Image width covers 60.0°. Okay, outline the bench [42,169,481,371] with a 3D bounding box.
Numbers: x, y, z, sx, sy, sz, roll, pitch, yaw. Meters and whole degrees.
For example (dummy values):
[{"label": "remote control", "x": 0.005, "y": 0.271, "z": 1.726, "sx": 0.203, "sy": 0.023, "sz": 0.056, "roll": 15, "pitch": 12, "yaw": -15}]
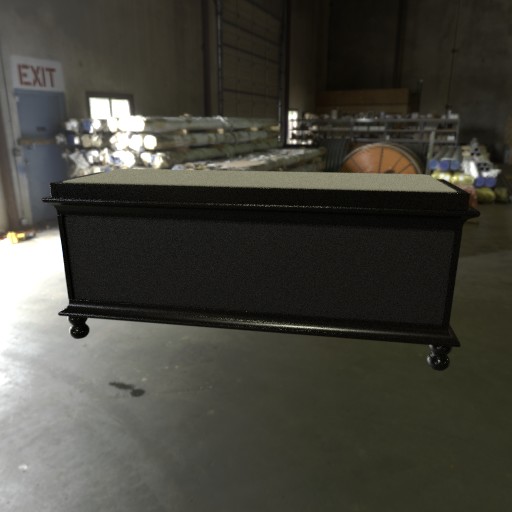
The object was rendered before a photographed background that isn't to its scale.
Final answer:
[{"label": "bench", "x": 0.000, "y": 0.000, "z": 1.428, "sx": 1.185, "sy": 0.501, "sz": 0.402, "roll": 3, "pitch": 17, "yaw": 9}]
